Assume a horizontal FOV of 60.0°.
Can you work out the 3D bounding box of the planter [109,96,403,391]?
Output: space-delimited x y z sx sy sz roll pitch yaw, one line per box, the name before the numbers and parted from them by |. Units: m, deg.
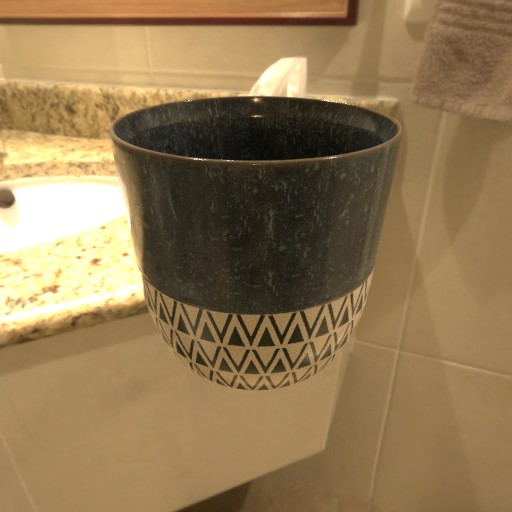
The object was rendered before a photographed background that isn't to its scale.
planter | 0.000 0.000 0.356 0.195 0.214 0.195 0 29 0
